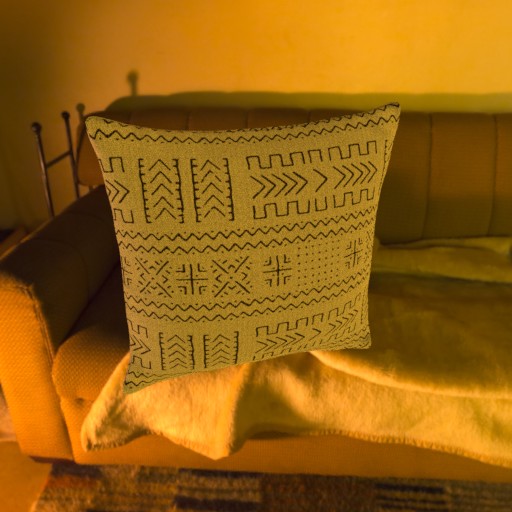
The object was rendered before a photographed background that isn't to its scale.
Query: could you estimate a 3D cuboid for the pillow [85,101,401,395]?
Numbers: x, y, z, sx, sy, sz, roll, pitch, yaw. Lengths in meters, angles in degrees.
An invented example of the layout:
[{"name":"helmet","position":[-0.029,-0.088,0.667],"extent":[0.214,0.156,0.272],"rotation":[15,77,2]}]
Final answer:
[{"name":"pillow","position":[0.000,0.000,0.670],"extent":[0.438,0.430,0.164],"rotation":[-8,26,-16]}]
